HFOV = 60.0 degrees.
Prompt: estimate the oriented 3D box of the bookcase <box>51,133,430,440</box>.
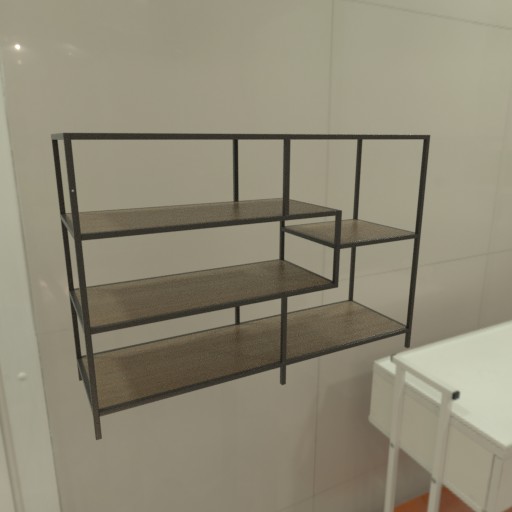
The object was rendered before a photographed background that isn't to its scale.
[{"bbox_3d":[0.000,0.000,1.474,1.140,0.780,0.350,-8,17,-27],"label":"bookcase"}]
